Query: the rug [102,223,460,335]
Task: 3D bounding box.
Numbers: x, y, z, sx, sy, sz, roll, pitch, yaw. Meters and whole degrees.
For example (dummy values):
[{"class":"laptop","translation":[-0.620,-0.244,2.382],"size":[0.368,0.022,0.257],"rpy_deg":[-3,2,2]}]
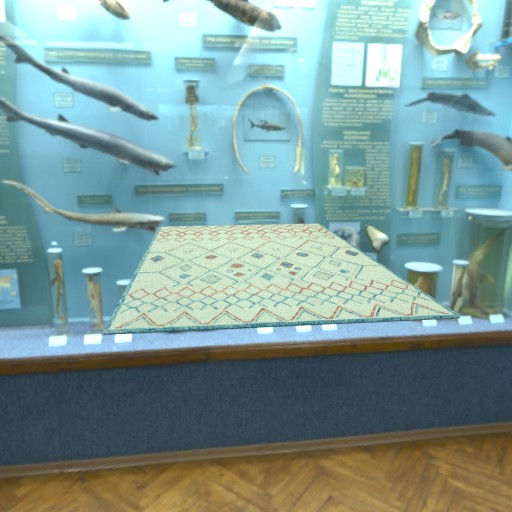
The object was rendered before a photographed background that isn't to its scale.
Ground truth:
[{"class":"rug","translation":[0.000,0.000,3.029],"size":[1.524,0.015,2.438],"rpy_deg":[-2,14,-6]}]
